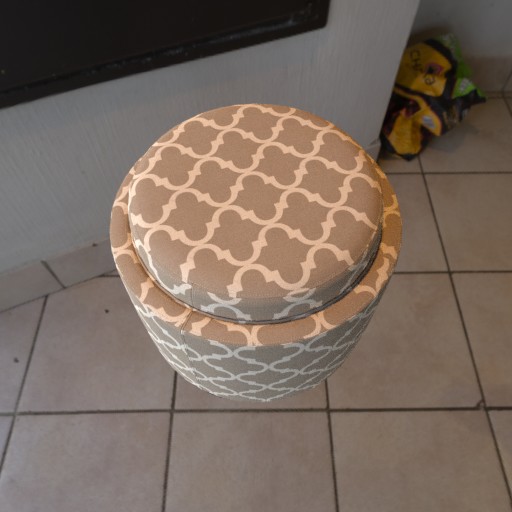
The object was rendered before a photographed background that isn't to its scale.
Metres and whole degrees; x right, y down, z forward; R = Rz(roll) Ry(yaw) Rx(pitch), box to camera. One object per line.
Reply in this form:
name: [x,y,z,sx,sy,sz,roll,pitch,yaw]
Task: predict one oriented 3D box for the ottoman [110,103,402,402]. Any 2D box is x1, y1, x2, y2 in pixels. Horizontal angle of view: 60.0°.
ottoman: [0.000,0.000,0.844,0.480,0.429,0.480,0,58,0]
